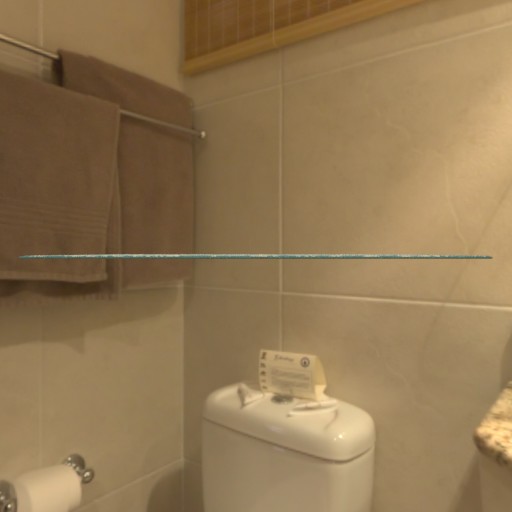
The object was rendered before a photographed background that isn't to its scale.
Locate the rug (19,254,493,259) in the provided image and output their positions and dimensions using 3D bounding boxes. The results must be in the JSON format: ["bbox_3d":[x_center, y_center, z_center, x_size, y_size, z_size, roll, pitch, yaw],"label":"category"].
[{"bbox_3d":[0.000,0.000,2.317,1.833,0.012,1.211,0,0,0],"label":"rug"}]
